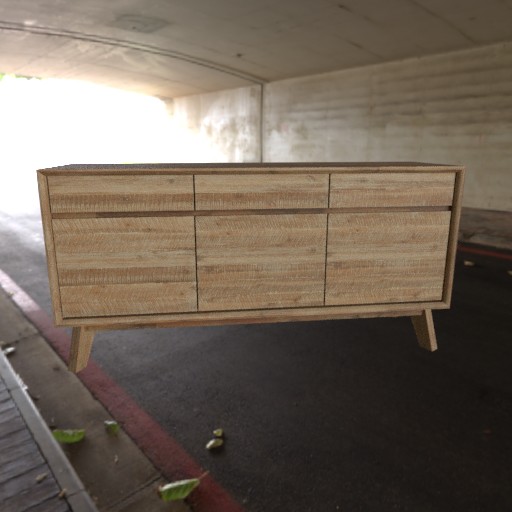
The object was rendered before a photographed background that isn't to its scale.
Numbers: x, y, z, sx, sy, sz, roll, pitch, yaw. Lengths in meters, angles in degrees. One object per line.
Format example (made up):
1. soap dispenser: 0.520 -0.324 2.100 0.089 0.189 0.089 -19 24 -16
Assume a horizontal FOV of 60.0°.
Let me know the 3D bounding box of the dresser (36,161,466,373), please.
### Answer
1. dresser: 0.000 0.000 1.953 1.602 0.788 0.455 -2 14 -7
